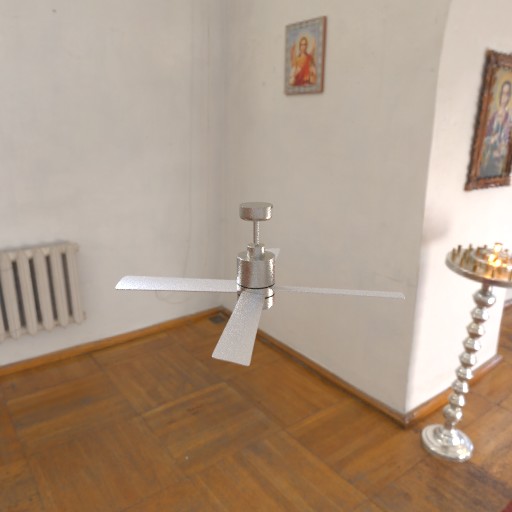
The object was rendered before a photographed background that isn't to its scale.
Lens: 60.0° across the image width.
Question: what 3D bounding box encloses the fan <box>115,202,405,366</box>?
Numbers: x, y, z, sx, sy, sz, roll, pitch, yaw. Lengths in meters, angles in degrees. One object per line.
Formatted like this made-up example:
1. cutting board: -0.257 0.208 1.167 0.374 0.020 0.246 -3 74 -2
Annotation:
1. fan: 0.000 0.000 2.313 1.525 0.539 1.525 2 17 8
